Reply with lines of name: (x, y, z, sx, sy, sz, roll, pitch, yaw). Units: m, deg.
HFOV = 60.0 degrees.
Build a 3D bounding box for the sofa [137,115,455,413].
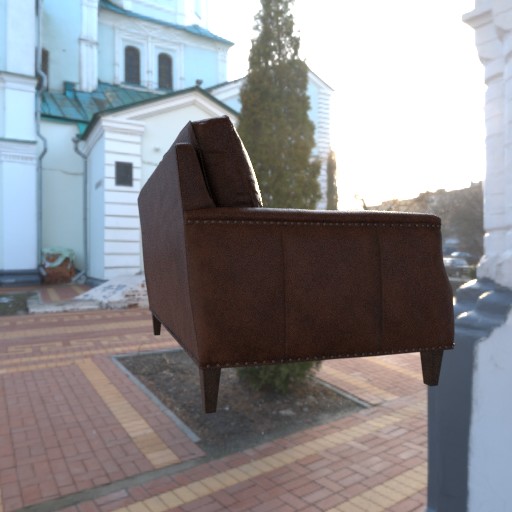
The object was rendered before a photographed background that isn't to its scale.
sofa: (0.000, 0.000, 2.252, 1.083, 1.003, 1.628, 0, 0, -19)
